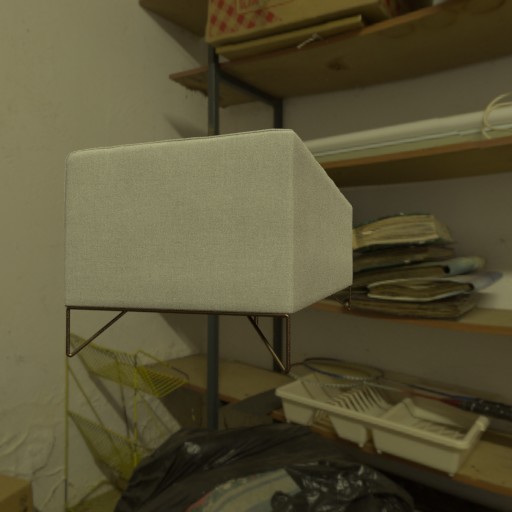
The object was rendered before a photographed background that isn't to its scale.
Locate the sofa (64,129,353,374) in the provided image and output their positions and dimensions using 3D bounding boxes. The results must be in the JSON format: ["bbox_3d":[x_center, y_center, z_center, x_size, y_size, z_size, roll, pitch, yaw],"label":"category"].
[{"bbox_3d":[0.000,0.000,2.529,0.912,0.798,2.079,0,-1,17],"label":"sofa"}]
